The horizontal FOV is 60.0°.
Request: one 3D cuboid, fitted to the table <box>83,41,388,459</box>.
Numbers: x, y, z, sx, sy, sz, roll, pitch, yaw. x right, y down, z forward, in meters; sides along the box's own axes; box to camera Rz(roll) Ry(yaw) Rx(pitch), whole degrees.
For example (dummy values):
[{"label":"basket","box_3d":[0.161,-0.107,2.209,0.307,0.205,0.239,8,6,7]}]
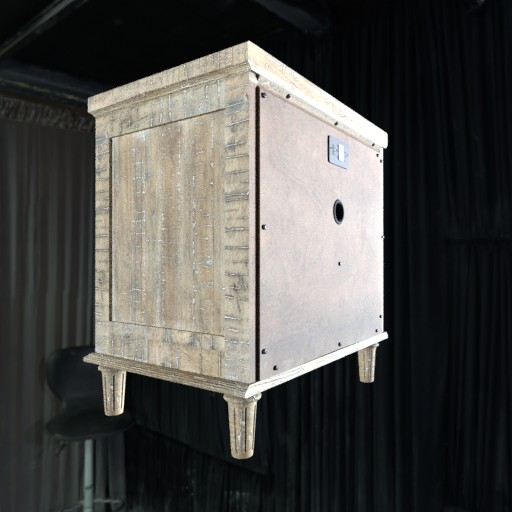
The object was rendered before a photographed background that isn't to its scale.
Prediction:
[{"label":"table","box_3d":[0.000,0.000,1.134,0.457,0.711,0.686,0,0,36]}]
